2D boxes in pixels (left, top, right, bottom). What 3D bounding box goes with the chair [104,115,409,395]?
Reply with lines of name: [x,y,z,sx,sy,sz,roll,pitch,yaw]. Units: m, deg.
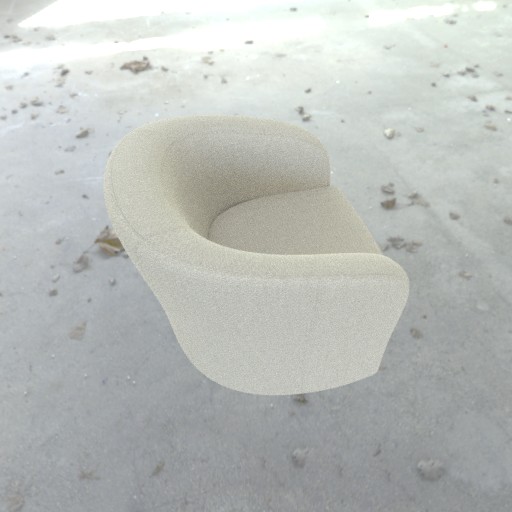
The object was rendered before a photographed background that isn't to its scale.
chair: [0.000,0.000,1.472,0.815,0.771,0.791,-10,47,-10]
